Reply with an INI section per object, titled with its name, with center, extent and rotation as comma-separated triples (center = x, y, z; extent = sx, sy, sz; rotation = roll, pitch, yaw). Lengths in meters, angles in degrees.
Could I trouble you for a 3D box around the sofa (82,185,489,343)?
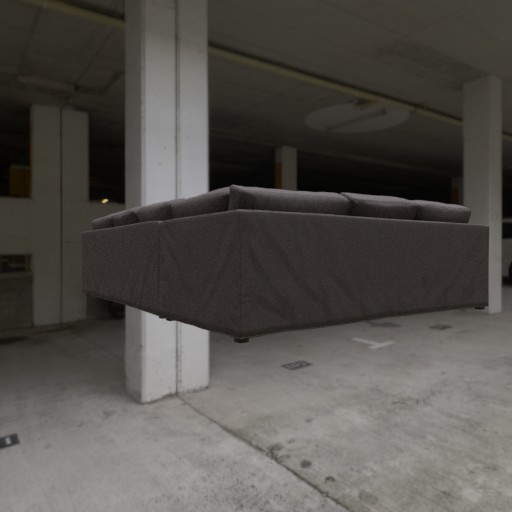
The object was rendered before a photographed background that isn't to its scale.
[sofa]
center = 0.000, 0.000, 4.209
extent = 2.432, 0.871, 3.182
rotation = 0, 1, -35
